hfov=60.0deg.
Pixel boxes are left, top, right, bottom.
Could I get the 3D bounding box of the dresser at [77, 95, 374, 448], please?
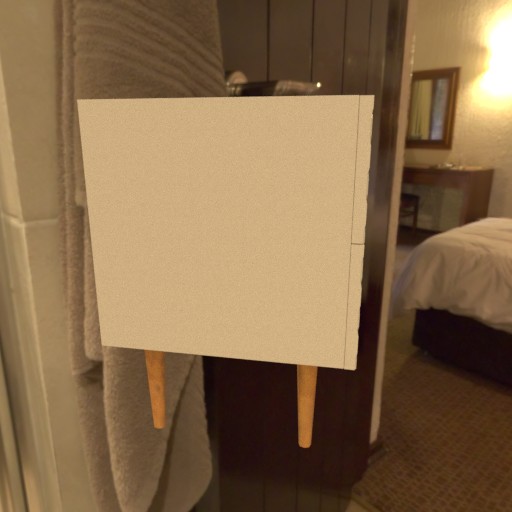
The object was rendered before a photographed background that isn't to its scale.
[{"bbox_3d":[0.000,0.000,0.896,0.414,0.568,0.503,3,16,11],"label":"dresser"}]
